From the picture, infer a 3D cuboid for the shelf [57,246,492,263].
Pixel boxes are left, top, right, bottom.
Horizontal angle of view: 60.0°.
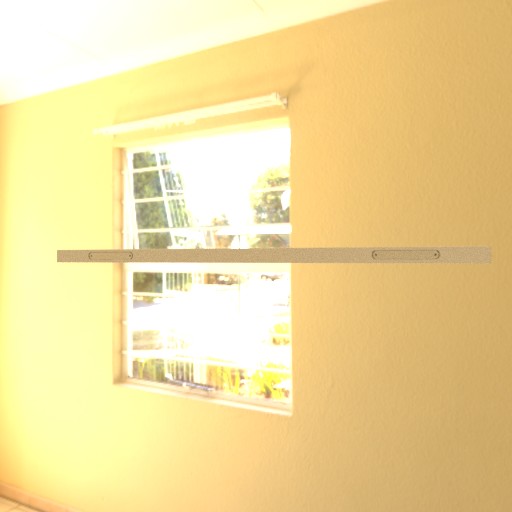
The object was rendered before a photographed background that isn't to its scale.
[{"bbox_3d":[0.000,0.000,0.666,0.610,0.020,0.140,0,-1,18],"label":"shelf"}]
